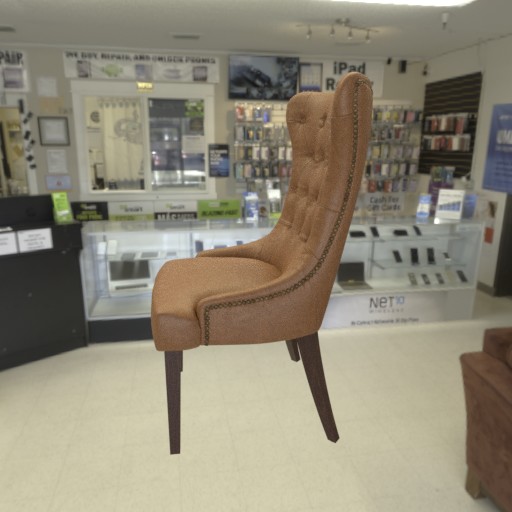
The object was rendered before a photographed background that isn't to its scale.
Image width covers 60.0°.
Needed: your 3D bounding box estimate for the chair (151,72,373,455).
[{"bbox_3d":[0.000,0.000,1.453,0.669,1.065,0.611,-2,15,-8],"label":"chair"}]
